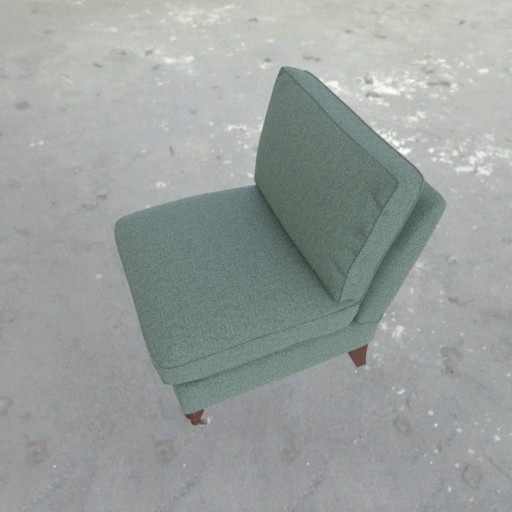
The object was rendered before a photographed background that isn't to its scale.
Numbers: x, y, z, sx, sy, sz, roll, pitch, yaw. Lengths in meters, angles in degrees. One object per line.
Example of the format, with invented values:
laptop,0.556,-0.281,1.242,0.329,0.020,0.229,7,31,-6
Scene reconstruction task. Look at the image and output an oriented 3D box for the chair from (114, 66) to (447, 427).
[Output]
chair,0.000,0.000,1.407,0.796,0.901,0.624,-18,50,-15
